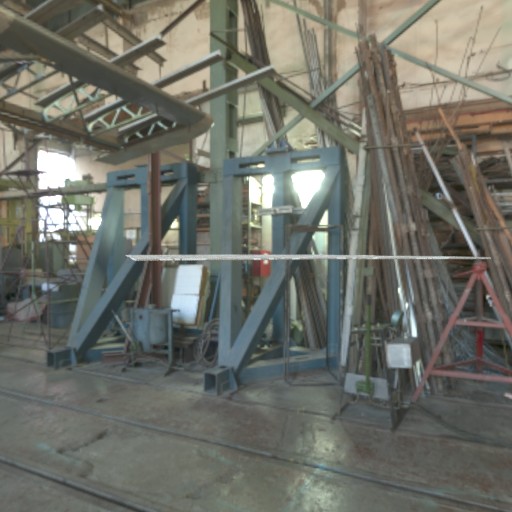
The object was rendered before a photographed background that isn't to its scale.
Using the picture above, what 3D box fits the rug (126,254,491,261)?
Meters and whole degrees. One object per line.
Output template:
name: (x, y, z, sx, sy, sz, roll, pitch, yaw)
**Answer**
rug: (0.000, 0.000, 2.731, 1.524, 0.013, 2.135, 0, 0, -17)
